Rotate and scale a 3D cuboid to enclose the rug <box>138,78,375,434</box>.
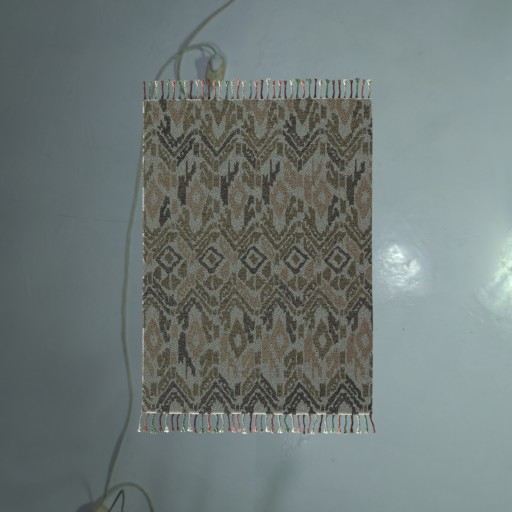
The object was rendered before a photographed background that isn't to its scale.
[{"bbox_3d":[0.000,0.000,2.280,1.219,0.008,1.829,0,90,1],"label":"rug"}]
